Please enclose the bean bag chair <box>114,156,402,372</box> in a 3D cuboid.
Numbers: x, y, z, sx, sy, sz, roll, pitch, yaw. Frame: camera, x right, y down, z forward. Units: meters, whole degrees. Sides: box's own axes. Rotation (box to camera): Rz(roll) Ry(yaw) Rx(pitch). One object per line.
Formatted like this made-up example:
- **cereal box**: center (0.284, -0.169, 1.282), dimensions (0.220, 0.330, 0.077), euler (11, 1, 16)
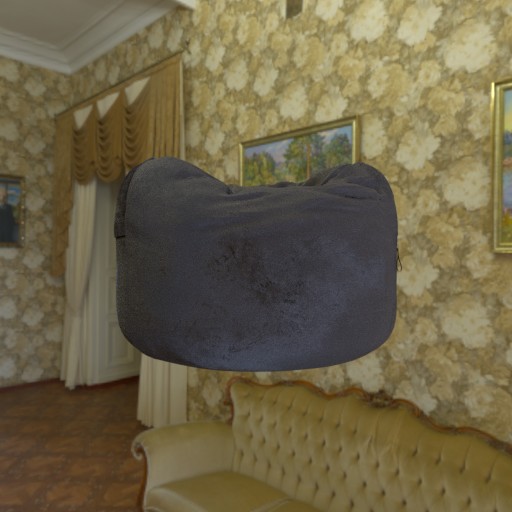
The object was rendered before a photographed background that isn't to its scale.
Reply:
- **bean bag chair**: center (0.000, 0.000, 1.497), dimensions (0.918, 0.605, 0.918), euler (0, 0, 0)
